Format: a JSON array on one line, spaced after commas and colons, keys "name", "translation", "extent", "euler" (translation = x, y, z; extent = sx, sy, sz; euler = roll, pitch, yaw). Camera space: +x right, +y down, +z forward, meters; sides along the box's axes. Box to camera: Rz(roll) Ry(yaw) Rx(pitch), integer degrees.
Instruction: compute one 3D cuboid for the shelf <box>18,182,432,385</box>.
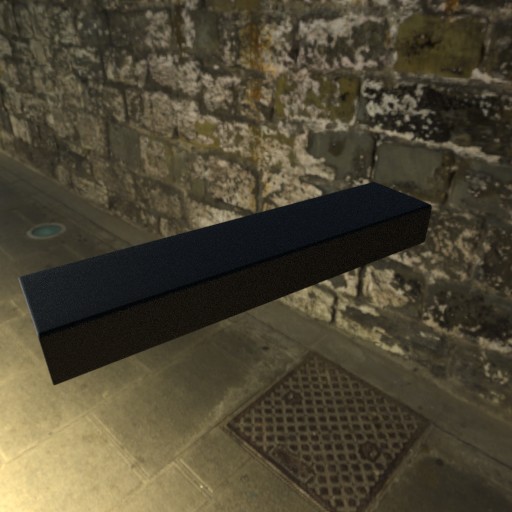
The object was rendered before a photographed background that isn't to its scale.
[{"name": "shelf", "translation": [0.000, 0.000, 0.490], "extent": [0.456, 0.053, 0.102], "euler": [-18, 34, -28]}]
